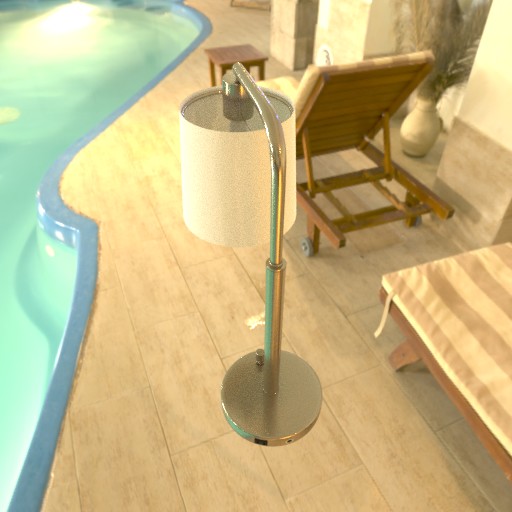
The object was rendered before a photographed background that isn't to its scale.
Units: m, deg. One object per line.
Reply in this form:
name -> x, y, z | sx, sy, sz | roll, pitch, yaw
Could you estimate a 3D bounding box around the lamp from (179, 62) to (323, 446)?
lamp -> 0.000, 0.000, 0.634 | 0.171, 0.489, 0.333 | -12, 42, -13
